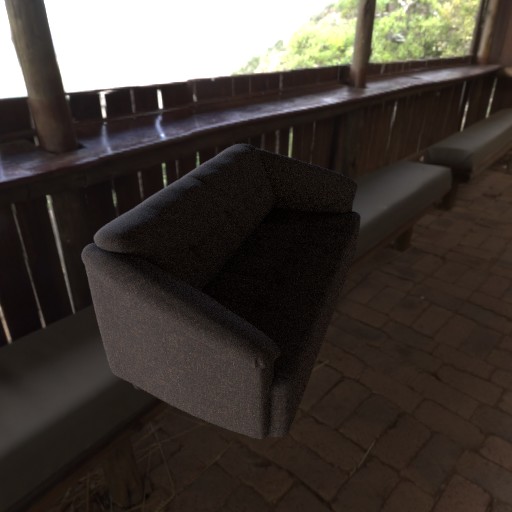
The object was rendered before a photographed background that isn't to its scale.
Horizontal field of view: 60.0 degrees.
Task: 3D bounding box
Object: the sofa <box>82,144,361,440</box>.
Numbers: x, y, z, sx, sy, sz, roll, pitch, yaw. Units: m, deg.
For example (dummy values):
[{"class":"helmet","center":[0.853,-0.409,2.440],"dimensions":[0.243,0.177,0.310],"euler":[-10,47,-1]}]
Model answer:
[{"class":"sofa","center":[0.000,0.000,2.333],"dimensions":[0.887,0.790,1.849],"euler":[10,30,18]}]
